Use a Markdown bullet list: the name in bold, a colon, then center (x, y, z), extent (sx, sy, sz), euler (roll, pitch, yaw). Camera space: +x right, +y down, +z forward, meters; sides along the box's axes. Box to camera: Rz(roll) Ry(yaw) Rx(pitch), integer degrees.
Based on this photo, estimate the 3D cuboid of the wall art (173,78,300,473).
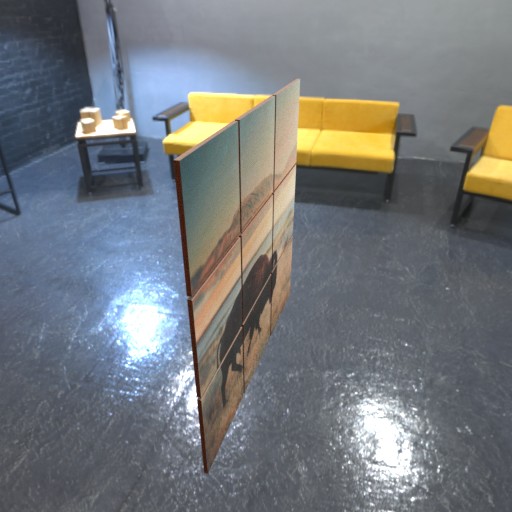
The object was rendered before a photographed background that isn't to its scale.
- **wall art**: center (0.000, 0.000, 1.382), extent (0.018, 0.904, 0.906), euler (10, 32, 16)
